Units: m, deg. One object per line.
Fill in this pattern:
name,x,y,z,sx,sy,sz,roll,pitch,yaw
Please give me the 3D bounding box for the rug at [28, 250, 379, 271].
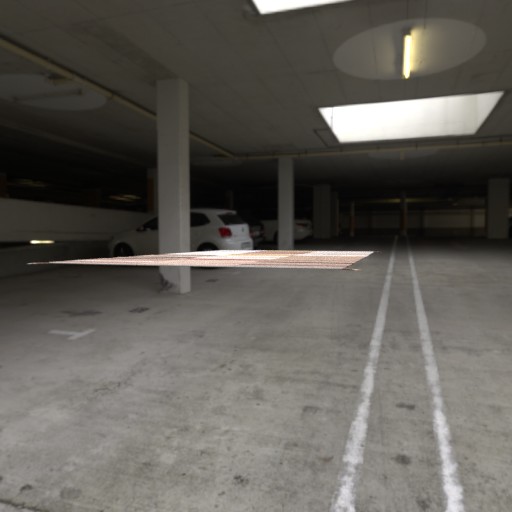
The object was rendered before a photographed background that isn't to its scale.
rug,0.000,0.000,2.413,1.268,0.007,1.918,1,2,18
